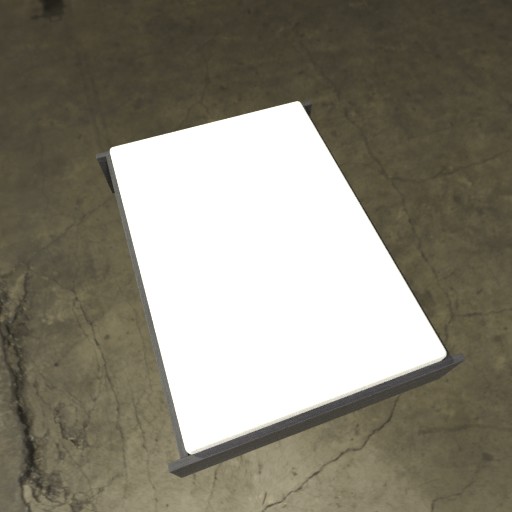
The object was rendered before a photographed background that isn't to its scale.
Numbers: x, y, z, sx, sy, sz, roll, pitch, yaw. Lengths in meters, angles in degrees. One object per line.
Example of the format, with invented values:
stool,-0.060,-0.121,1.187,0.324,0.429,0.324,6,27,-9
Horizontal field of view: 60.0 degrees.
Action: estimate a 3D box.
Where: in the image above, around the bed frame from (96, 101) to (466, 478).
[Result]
bed frame,0.000,0.000,2.632,1.490,0.432,1.950,-17,61,-10
